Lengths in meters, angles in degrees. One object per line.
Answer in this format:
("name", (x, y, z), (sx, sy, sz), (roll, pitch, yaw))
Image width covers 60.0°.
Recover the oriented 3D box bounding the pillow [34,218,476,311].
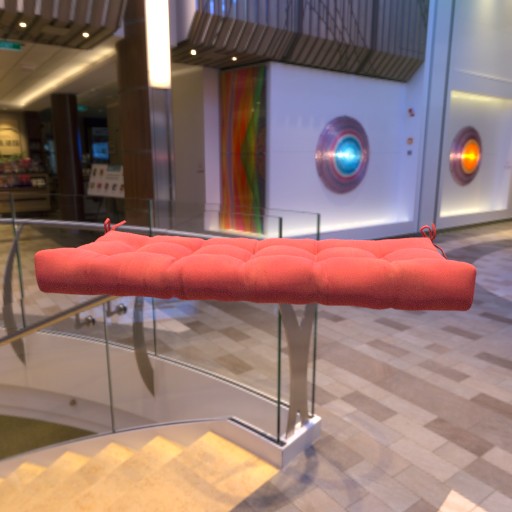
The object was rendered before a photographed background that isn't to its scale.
("pillow", (0.000, 0.000, 1.340), (1.194, 0.174, 0.511), (2, 12, 8))
